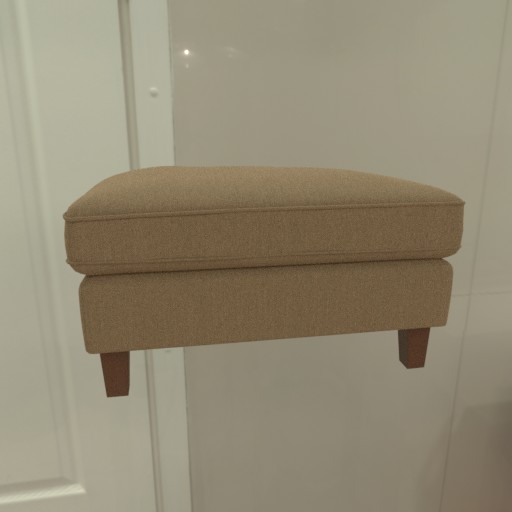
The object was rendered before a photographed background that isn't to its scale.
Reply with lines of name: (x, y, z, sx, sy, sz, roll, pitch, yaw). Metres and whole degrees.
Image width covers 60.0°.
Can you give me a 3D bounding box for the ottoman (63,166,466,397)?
ottoman: (0.000, 0.000, 1.312, 0.945, 0.521, 0.636, -3, 15, -10)
